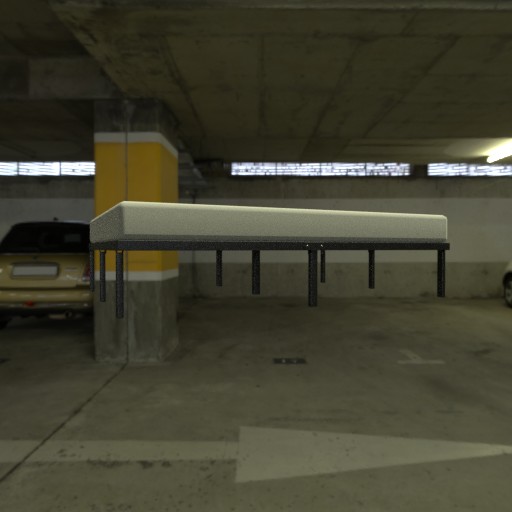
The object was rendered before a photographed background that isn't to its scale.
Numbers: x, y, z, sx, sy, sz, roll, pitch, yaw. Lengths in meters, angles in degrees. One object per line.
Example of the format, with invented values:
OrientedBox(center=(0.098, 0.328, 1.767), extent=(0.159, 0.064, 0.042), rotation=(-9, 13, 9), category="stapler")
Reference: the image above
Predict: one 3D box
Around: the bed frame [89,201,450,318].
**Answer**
OrientedBox(center=(0.000, 0.000, 3.931), extent=(2.842, 0.680, 2.205), rotation=(0, 1, -18), category="bed frame")
